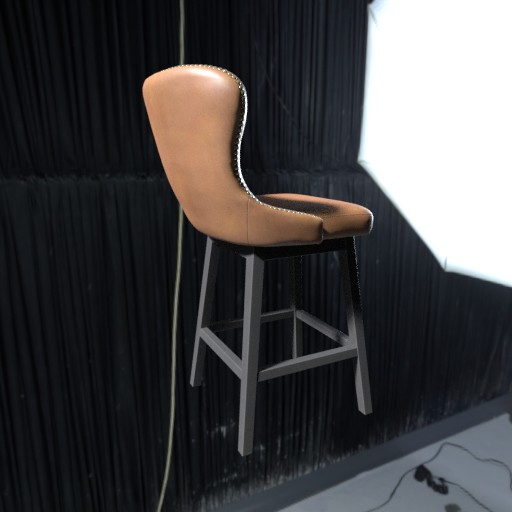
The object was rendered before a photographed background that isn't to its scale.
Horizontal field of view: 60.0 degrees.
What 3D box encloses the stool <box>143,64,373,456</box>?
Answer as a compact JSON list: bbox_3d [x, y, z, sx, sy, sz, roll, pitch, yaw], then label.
[{"bbox_3d":[0.000,0.000,1.313,0.593,0.971,0.528,-7,15,-26],"label":"stool"}]
